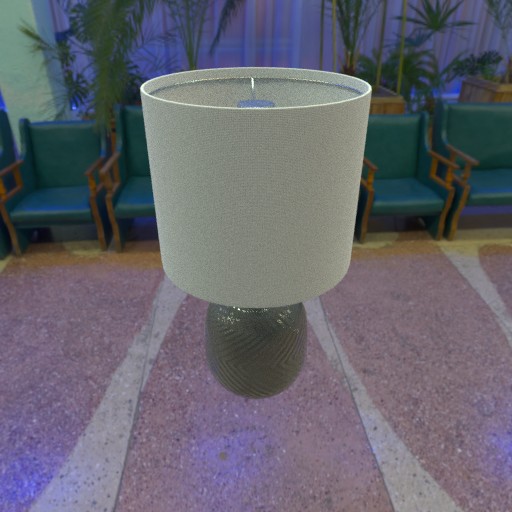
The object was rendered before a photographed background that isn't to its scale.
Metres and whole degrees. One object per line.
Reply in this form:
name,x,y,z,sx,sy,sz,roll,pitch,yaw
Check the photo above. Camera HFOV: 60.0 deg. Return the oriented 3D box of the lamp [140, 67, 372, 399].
lamp,0.000,0.000,0.498,0.207,0.366,0.207,-1,31,-2
